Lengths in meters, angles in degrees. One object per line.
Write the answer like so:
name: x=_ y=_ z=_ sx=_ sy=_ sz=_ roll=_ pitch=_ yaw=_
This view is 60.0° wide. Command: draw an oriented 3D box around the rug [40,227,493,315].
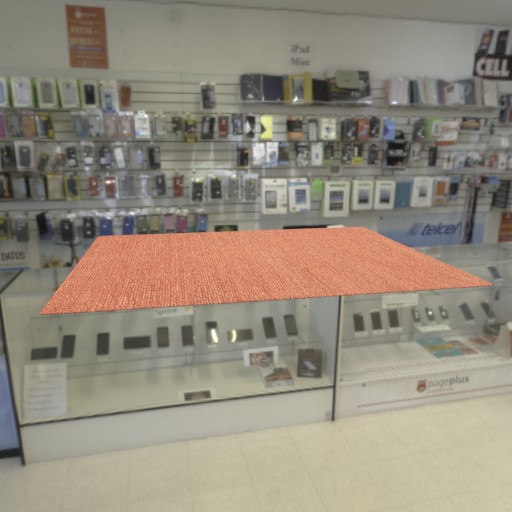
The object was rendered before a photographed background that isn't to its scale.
rug: x=0.000 y=0.000 z=2.755 sx=2.112 sy=0.009 sz=1.594 roll=-3 pitch=15 yaw=-10
